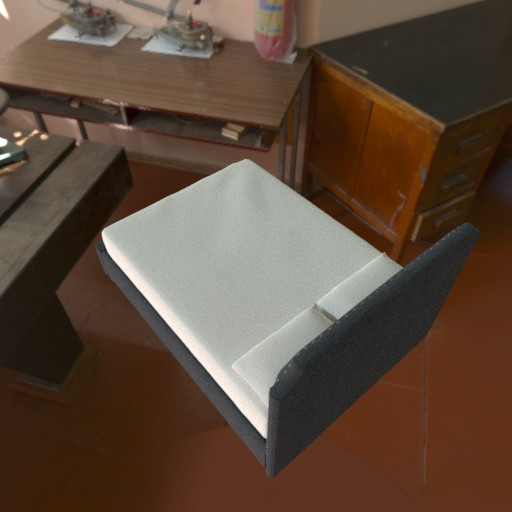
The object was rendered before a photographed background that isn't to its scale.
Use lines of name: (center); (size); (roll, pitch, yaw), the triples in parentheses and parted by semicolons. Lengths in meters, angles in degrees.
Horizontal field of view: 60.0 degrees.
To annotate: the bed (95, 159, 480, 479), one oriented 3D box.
bed: (0.000, 0.000, 3.402); (1.713, 1.443, 2.372); (-32, 55, -26)
